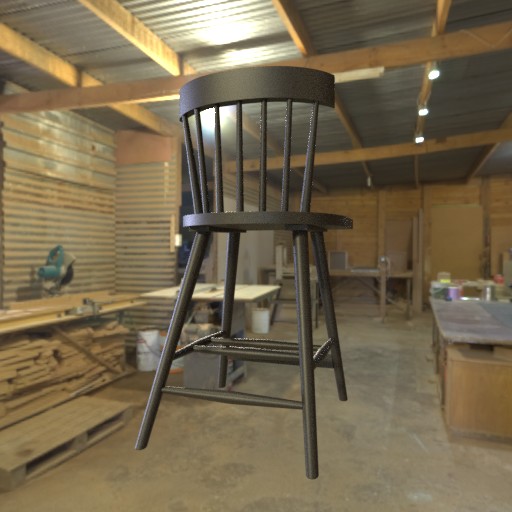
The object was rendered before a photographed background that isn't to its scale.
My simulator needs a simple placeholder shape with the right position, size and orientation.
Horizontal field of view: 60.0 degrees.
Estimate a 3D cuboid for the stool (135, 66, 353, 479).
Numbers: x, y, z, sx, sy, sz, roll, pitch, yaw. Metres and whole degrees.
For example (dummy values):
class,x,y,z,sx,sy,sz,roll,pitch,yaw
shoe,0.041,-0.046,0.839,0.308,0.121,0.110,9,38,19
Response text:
class,x,y,z,sx,sy,sz,roll,pitch,yaw
stool,0.000,0.000,1.277,0.494,0.953,0.549,0,1,19
